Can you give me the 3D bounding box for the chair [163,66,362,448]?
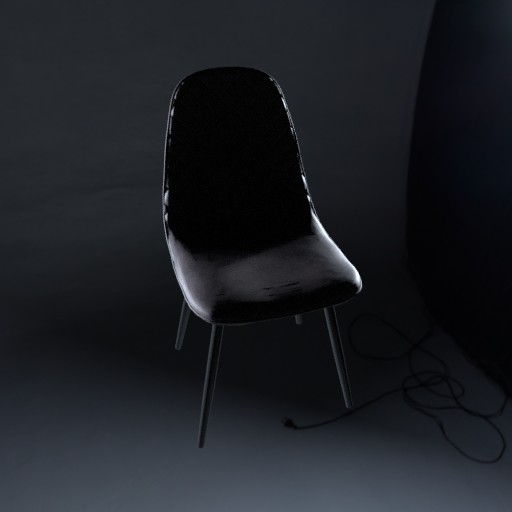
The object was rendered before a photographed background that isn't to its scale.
[{"bbox_3d":[0.000,0.000,1.219,0.472,0.889,0.561,-9,33,-15],"label":"chair"}]
